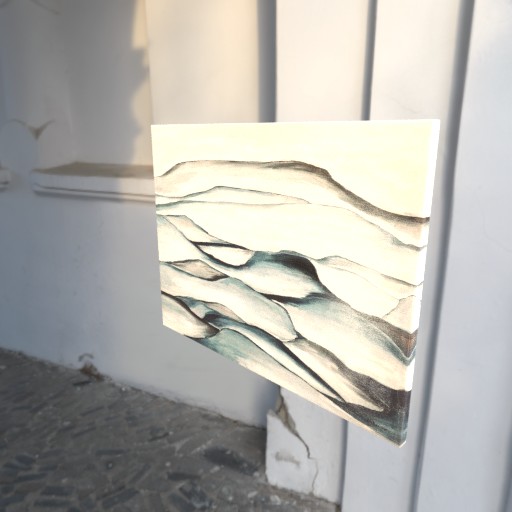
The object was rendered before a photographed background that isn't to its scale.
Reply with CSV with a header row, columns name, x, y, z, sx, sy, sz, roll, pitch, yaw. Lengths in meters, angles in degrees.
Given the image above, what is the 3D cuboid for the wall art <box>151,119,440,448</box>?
name,x,y,z,sx,sy,sz,roll,pitch,yaw
wall art,0.000,0.000,1.592,1.219,0.915,0.039,15,22,43
